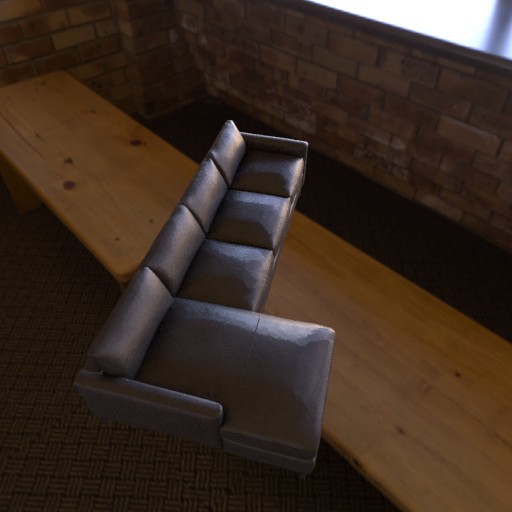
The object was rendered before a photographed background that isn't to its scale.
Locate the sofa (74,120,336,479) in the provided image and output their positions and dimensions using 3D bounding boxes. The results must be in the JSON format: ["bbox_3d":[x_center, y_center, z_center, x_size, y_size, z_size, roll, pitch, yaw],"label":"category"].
[{"bbox_3d":[0.000,0.000,3.634,1.471,0.859,2.993,10,47,10],"label":"sofa"}]
